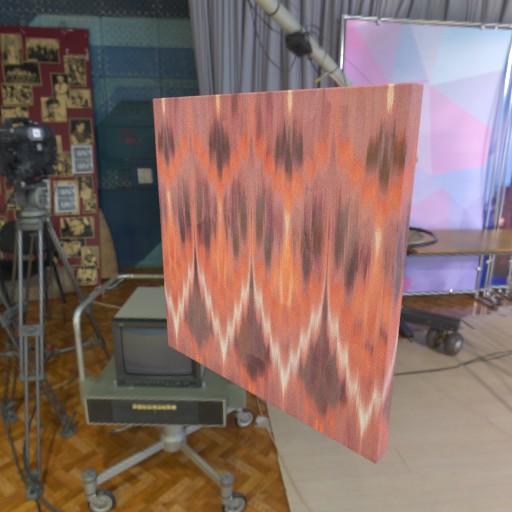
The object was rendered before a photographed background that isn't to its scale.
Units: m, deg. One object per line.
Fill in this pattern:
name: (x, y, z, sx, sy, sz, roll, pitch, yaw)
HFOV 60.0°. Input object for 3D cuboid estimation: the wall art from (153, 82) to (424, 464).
wall art: (0.000, 0.000, 0.881, 0.603, 0.609, 0.037, 16, 23, 42)
